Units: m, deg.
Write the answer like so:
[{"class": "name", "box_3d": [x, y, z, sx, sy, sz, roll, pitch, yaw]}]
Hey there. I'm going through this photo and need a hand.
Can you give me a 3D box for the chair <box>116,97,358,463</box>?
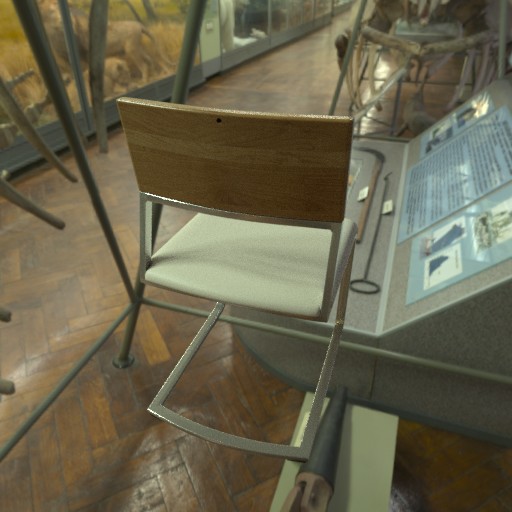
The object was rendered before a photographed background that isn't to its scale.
[{"class": "chair", "box_3d": [0.000, 0.000, 1.171, 0.467, 0.844, 0.585, 10, 34, 16]}]
